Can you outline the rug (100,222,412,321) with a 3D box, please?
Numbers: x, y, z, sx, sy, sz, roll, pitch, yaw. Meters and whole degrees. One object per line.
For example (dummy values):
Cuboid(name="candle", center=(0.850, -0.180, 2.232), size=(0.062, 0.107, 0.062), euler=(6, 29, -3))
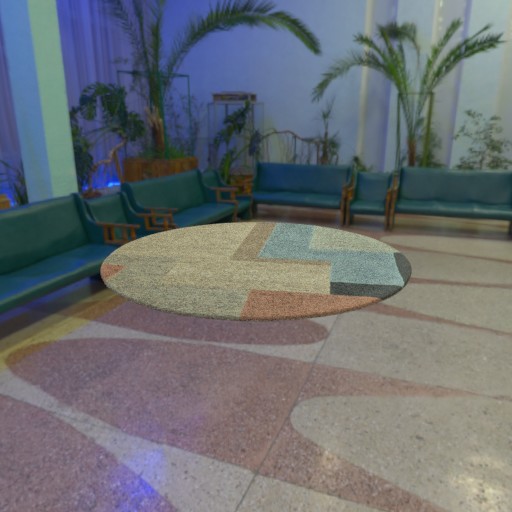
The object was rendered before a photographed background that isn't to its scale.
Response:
Cuboid(name="rug", center=(0.000, 0.000, 3.691), size=(2.461, 0.033, 2.461), euler=(0, 17, 0))
